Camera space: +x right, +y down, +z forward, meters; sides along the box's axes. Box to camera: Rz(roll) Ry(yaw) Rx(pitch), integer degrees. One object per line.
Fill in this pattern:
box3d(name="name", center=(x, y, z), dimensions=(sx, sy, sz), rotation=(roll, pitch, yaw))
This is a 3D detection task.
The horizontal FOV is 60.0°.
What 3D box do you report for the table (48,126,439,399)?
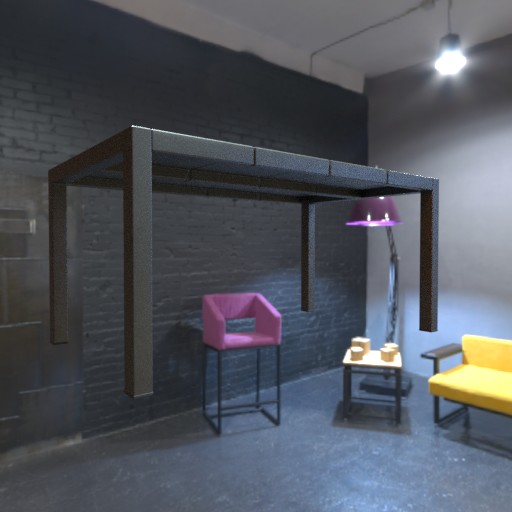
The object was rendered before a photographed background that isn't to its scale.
box3d(name="table", center=(0.000, 0.000, 1.259), dimensions=(0.965, 0.460, 0.559), rotation=(-1, 2, -38))
